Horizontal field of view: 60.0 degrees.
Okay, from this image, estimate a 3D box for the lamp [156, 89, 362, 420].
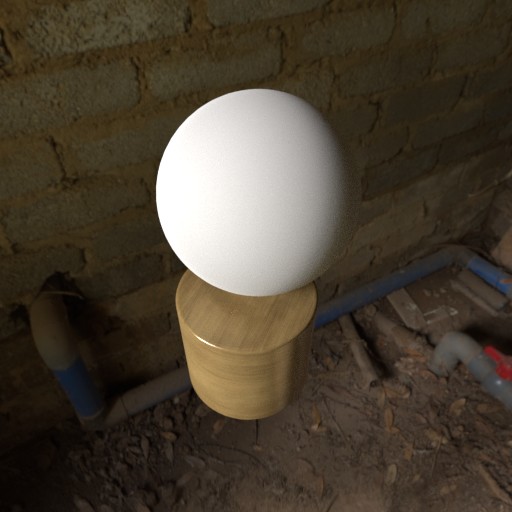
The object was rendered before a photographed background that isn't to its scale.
[{"bbox_3d":[0.000,0.000,0.348,0.141,0.250,0.152,16,46,15],"label":"lamp"}]
